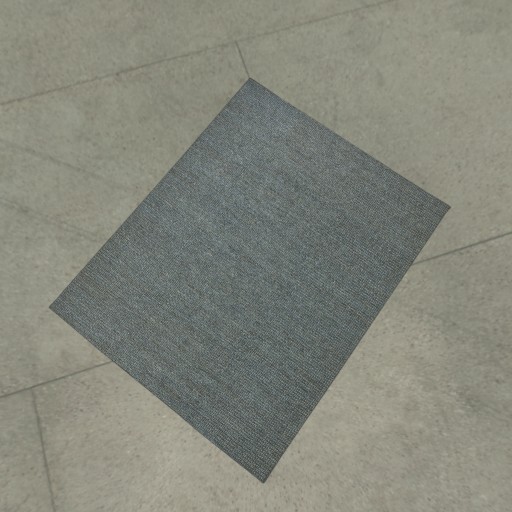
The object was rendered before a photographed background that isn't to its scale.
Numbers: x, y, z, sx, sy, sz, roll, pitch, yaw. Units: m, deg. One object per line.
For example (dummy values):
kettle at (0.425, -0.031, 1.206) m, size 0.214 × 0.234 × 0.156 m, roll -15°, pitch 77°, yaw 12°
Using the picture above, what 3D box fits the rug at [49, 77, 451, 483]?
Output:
rug at (0.000, 0.000, 4.174) m, size 2.456 × 0.021 × 3.068 m, roll 36°, pitch 78°, yaw 9°
